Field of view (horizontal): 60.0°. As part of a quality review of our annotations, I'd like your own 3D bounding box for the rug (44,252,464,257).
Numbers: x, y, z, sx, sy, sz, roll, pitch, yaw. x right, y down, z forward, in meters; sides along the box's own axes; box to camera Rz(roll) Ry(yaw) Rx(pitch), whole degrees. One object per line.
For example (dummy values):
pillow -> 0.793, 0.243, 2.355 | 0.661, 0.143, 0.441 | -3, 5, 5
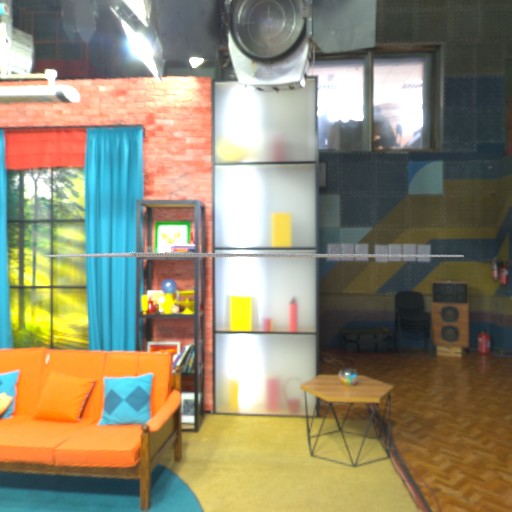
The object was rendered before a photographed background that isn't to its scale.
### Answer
rug -> 0.000, 0.000, 2.854 | 2.232, 0.011, 1.555 | 0, 0, -36
